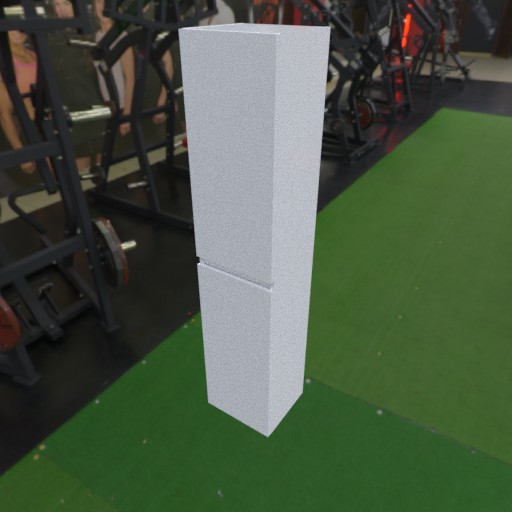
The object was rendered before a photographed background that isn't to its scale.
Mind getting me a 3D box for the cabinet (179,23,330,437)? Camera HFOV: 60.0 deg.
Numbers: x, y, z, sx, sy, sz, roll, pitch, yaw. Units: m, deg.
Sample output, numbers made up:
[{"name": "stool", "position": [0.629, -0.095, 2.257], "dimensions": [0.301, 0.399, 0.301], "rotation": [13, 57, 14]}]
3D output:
[{"name": "cabinet", "position": [0.000, 0.000, 1.525], "dimensions": [0.300, 1.400, 0.270], "rotation": [19, 36, 29]}]
